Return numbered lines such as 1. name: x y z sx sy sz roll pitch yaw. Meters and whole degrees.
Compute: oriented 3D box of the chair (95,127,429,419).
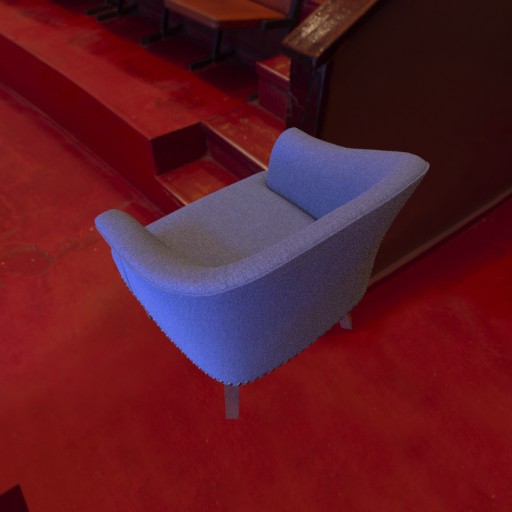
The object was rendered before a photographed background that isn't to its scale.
1. chair: 0.000 0.000 1.415 0.798 0.815 0.704 -30 53 -26
